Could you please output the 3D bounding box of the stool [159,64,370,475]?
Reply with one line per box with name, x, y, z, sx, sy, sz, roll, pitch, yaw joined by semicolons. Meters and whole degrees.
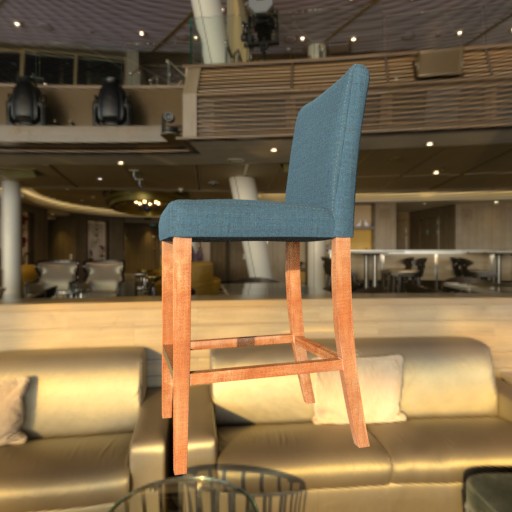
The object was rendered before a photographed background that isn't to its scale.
stool;0.000;0.000;1.375;0.574;1.088;0.454;0;0;-16
